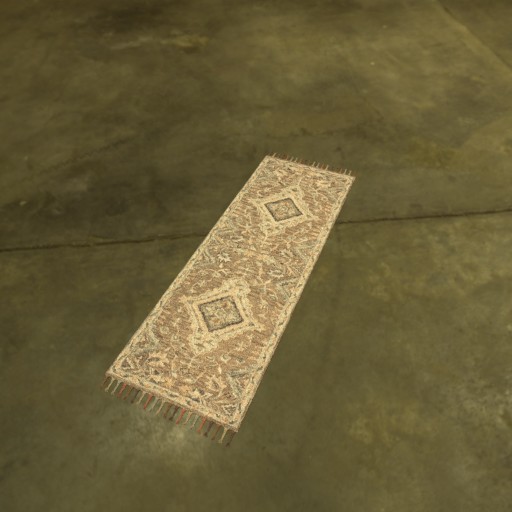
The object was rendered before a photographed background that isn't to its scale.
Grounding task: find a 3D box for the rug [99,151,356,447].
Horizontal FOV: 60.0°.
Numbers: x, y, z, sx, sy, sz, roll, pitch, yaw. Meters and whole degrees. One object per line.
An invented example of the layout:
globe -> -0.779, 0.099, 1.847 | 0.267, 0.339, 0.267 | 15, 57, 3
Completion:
rug -> 0.000, 0.000, 2.808 | 1.324, 0.018, 2.378 | 31, 54, 26
